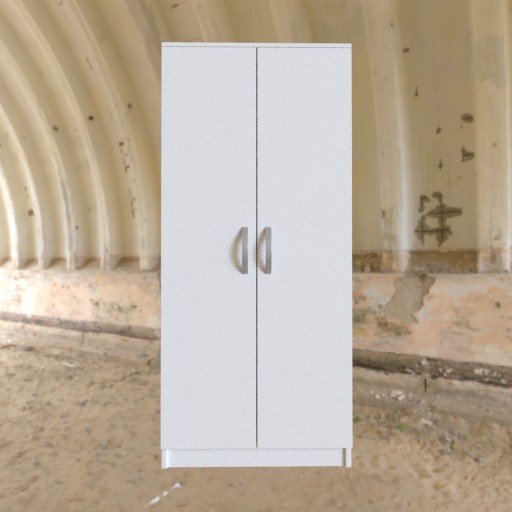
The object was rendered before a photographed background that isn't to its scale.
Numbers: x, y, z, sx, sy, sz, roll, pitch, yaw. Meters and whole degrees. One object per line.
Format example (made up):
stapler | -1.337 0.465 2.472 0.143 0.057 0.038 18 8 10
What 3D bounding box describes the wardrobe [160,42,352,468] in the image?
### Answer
wardrobe | 0.000 0.000 1.959 0.760 1.700 0.470 0 -1 -1
